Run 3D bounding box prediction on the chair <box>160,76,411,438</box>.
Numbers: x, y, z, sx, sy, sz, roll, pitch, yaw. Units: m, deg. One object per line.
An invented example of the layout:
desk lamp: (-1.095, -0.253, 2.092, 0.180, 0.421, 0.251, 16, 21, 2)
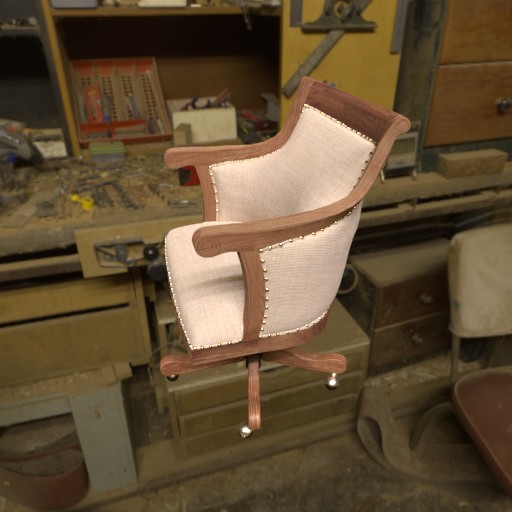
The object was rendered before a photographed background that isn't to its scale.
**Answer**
chair: (0.000, 0.000, 1.411, 0.689, 0.965, 0.656, -8, 32, -14)
